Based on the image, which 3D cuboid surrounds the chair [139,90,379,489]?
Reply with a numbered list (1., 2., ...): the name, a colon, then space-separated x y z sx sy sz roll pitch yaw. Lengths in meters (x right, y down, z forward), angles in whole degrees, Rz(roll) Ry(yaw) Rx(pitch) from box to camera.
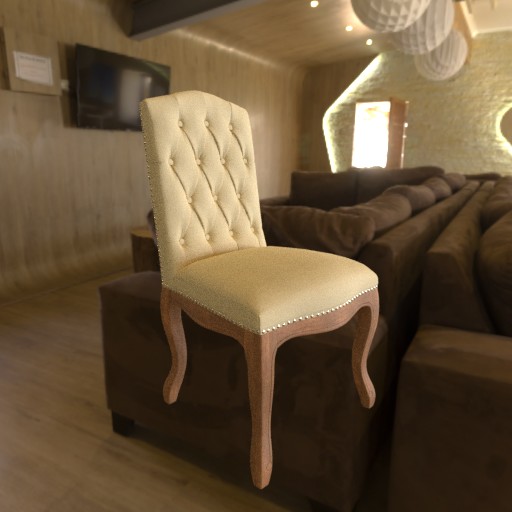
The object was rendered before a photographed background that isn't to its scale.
1. chair: 0.000 0.000 1.572 0.715 1.165 0.623 13 18 43
